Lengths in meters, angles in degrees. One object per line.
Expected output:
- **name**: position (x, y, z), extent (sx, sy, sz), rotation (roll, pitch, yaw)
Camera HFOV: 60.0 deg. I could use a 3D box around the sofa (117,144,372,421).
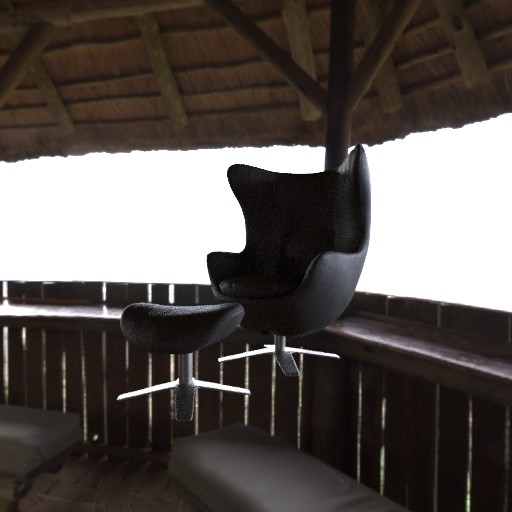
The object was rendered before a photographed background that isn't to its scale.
- **sofa**: position (0.000, 0.000, 2.231), extent (0.894, 1.135, 1.444), rotation (1, 1, 37)
